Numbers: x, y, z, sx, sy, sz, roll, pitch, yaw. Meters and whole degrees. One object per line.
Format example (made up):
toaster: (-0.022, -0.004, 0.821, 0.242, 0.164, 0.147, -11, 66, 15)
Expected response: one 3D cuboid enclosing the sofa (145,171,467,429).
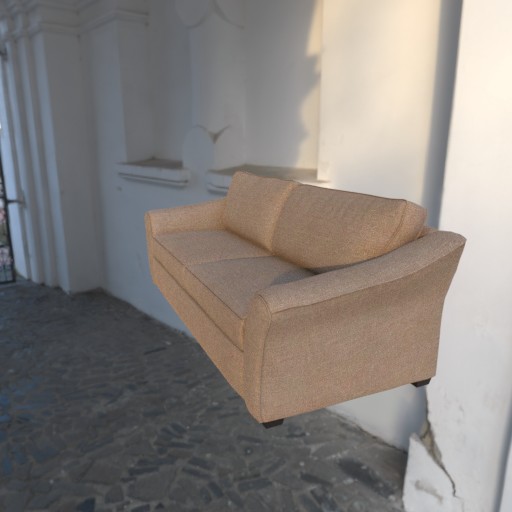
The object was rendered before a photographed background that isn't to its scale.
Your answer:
sofa: (0.000, 0.000, 2.747, 0.986, 0.906, 2.270, -7, 16, -24)
